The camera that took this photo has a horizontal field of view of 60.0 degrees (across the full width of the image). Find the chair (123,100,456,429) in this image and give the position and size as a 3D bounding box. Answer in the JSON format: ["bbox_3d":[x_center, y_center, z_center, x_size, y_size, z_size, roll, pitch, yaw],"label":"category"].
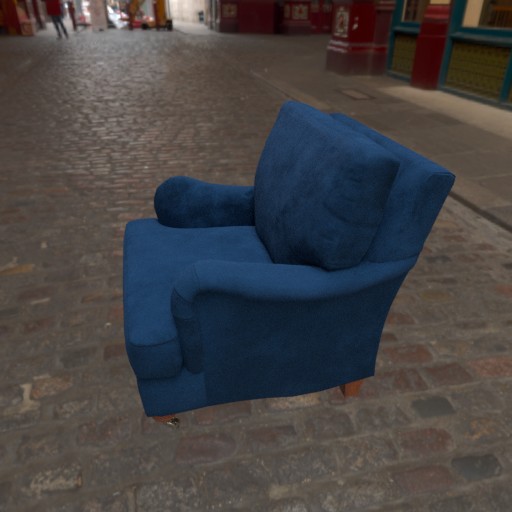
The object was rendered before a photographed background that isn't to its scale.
[{"bbox_3d":[0.000,0.000,1.819,1.078,1.076,0.895,-8,31,-13],"label":"chair"}]
